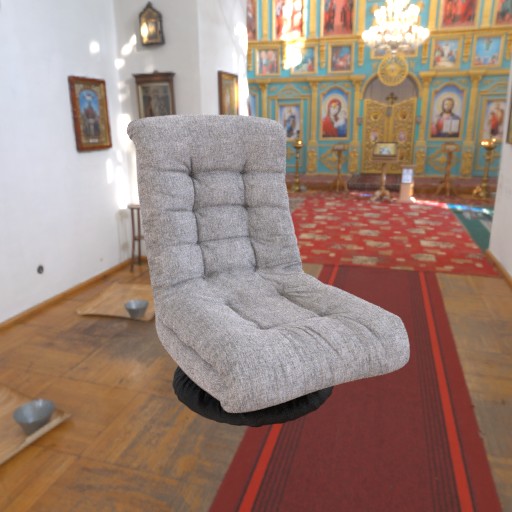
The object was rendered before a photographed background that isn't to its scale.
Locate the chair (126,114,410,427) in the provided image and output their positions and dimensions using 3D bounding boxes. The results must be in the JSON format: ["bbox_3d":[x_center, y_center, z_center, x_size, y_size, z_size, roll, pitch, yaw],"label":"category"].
[{"bbox_3d":[0.000,0.000,0.956,0.400,0.600,0.583,-8,17,-28],"label":"chair"}]
